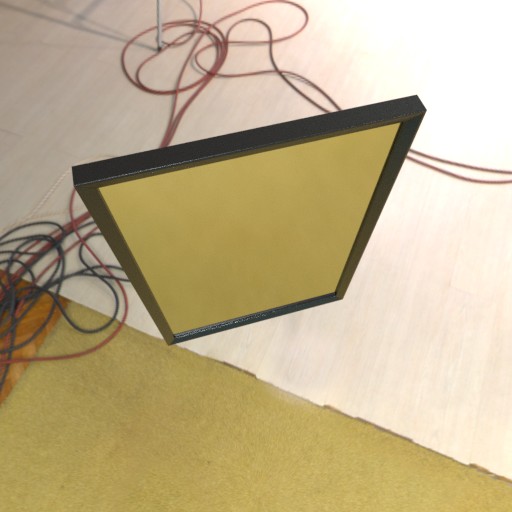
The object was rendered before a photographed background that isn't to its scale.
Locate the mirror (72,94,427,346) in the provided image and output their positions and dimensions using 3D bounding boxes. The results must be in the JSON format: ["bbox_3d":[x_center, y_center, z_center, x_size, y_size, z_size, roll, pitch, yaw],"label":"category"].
[{"bbox_3d":[0.000,0.000,0.934,0.507,0.710,0.039,-14,63,-7],"label":"mirror"}]
